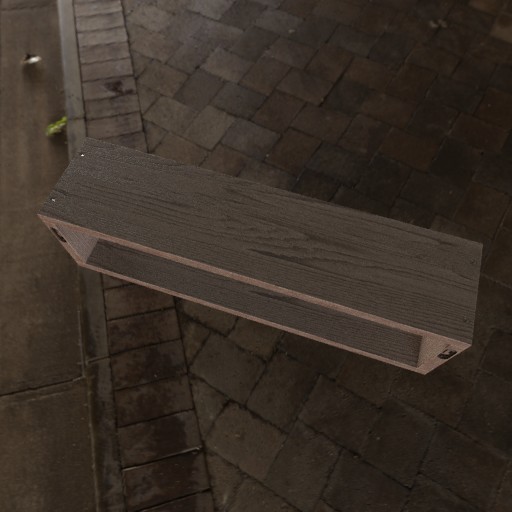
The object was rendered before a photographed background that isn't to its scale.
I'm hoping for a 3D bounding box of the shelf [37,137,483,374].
[{"bbox_3d":[0.000,0.000,0.698,0.610,0.170,0.150,16,64,8],"label":"shelf"}]
